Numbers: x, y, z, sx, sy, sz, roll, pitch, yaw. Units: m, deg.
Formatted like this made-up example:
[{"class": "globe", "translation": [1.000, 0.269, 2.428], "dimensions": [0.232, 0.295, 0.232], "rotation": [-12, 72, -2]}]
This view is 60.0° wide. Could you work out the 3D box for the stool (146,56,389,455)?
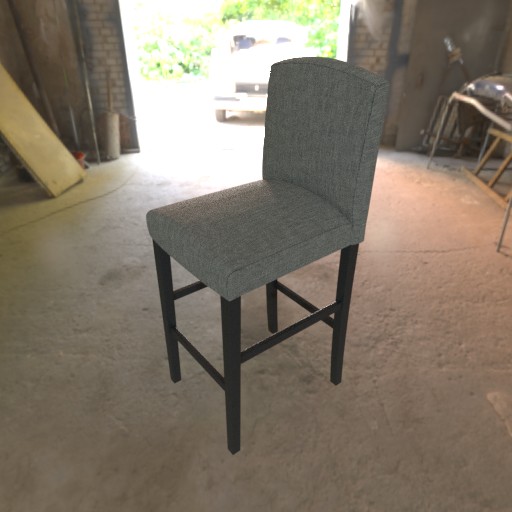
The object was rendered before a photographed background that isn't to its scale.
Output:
[{"class": "stool", "translation": [0.000, 0.000, 1.425], "dimensions": [0.552, 1.138, 0.451], "rotation": [-22, 37, -32]}]
